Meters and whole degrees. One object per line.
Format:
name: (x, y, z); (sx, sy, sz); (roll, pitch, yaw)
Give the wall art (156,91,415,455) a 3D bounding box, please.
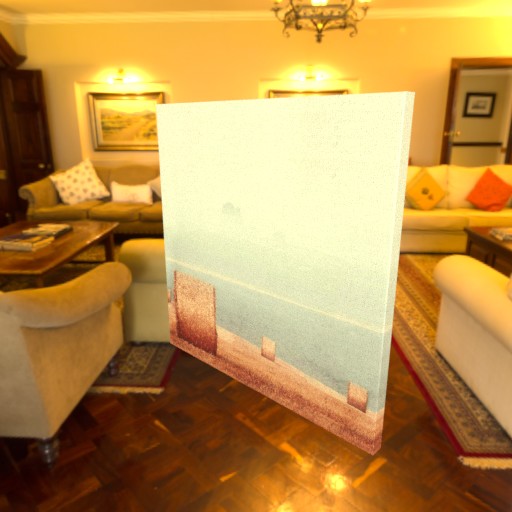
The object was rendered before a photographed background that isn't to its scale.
wall art: (0.000, 0.000, 0.909); (0.605, 0.605, 0.034); (15, 22, 42)
